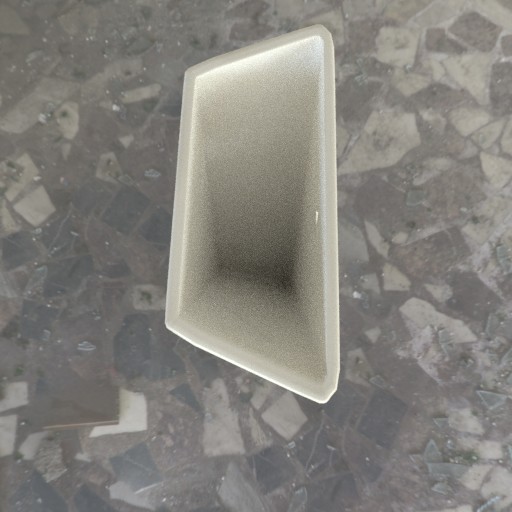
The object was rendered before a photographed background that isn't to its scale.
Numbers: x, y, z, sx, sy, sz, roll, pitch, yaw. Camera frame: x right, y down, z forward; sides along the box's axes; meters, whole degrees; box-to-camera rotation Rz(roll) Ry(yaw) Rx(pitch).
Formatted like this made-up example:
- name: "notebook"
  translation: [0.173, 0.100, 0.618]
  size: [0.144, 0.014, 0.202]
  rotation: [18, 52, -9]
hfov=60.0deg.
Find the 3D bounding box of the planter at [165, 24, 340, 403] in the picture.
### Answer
- name: "planter"
  translation: [0.000, 0.000, 0.260]
  size: [0.060, 0.197, 0.150]
  rotation: [2, 76, 0]
